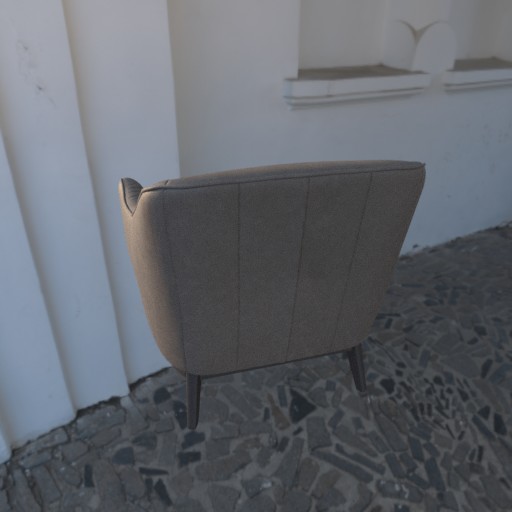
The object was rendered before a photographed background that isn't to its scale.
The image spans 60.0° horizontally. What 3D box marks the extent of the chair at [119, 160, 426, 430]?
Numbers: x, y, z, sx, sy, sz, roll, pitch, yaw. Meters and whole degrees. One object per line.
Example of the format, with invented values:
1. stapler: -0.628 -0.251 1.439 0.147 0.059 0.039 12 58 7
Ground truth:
1. chair: 0.000 0.000 1.541 0.871 0.830 0.852 -7 27 -14
